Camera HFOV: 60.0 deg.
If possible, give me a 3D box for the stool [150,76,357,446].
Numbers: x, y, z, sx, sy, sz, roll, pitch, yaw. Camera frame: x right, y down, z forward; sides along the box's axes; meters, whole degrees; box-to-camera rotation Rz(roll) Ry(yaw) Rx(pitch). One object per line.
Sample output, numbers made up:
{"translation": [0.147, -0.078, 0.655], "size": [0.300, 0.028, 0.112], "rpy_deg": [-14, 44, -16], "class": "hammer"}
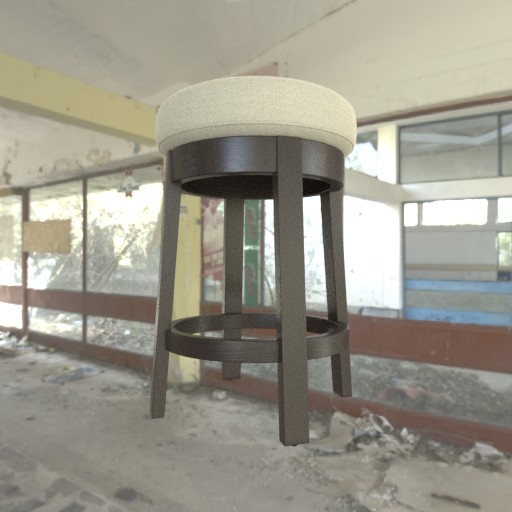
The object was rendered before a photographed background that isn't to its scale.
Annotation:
{"translation": [0.000, 0.000, 0.968], "size": [0.449, 0.655, 0.449], "rpy_deg": [0, 0, 0], "class": "stool"}
